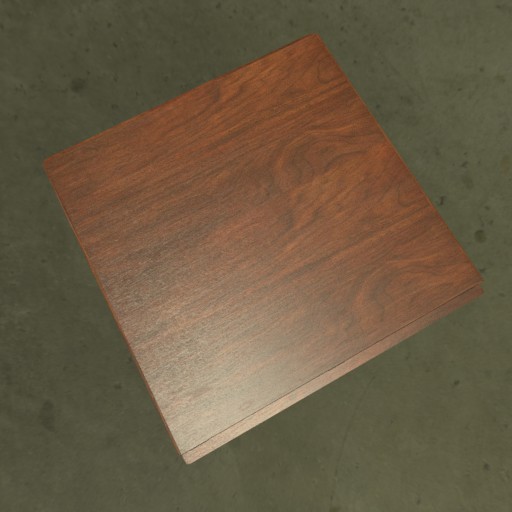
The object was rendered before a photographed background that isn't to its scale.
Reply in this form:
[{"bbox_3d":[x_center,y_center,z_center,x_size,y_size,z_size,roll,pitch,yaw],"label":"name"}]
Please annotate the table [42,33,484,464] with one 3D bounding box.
[{"bbox_3d":[0.000,0.000,1.460,0.812,0.763,0.843,-28,78,-6],"label":"table"}]
